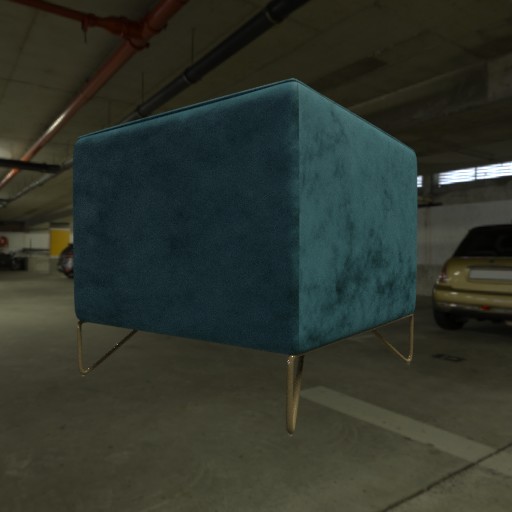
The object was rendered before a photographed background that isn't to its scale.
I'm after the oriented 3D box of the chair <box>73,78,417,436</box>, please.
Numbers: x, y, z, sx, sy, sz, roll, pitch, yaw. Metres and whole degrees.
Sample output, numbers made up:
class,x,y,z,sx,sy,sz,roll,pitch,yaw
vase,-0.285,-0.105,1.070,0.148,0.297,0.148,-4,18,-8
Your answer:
class,x,y,z,sx,sy,sz,roll,pitch,yaw
chair,0.000,0.000,1.555,0.880,0.790,0.894,0,1,36
